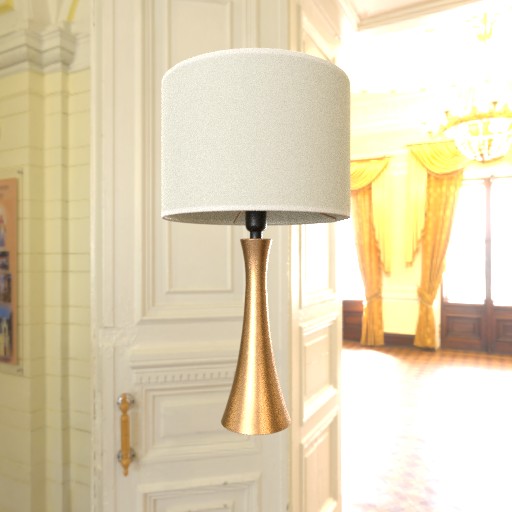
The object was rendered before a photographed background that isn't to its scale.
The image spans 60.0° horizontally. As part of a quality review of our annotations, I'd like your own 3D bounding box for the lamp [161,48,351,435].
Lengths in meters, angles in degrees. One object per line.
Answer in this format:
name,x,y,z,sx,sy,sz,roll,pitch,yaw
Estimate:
lamp,0.000,0.000,0.642,0.268,0.479,0.268,0,0,-17
